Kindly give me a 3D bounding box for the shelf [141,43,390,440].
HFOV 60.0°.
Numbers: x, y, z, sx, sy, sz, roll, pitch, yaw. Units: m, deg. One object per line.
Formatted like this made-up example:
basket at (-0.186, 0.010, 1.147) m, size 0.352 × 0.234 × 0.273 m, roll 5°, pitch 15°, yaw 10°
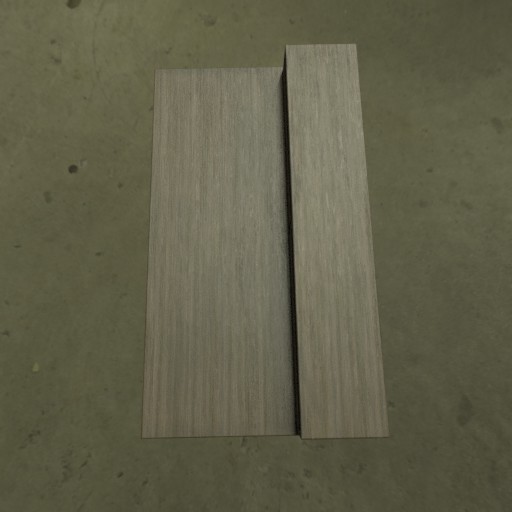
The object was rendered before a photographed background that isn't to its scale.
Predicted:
shelf at (0.000, 0.000, 1.715) m, size 0.685 × 0.865 × 1.212 m, roll -1°, pitch 77°, yaw 0°
